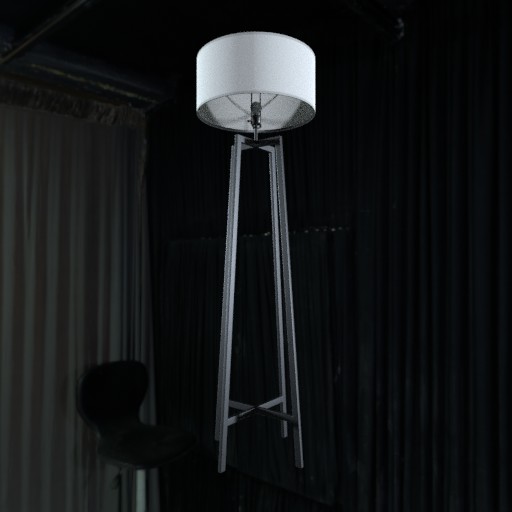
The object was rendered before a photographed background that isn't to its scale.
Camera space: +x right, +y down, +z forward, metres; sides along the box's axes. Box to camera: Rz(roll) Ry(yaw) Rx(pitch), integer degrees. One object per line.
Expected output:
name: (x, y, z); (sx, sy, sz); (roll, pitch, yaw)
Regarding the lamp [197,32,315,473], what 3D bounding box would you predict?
lamp: (0.000, 0.000, 1.716); (0.456, 1.510, 0.457); (-1, -1, 38)
